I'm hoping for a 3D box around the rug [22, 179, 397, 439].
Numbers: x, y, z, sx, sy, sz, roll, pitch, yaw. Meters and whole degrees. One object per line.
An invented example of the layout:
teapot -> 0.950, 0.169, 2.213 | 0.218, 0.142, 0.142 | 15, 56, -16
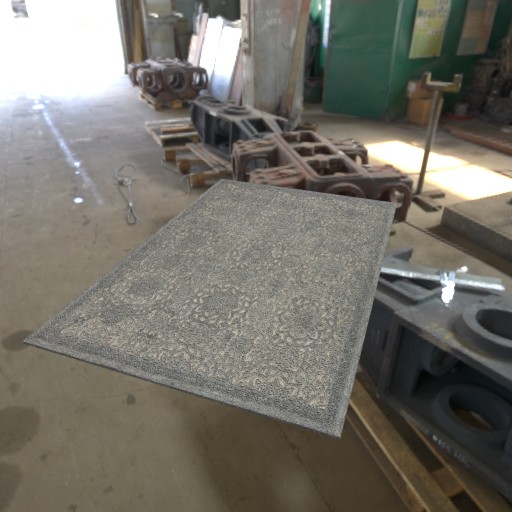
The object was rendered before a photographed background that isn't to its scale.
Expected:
rug -> 0.000, 0.000, 2.229 | 1.208, 0.012, 1.819 | 11, 32, 17
